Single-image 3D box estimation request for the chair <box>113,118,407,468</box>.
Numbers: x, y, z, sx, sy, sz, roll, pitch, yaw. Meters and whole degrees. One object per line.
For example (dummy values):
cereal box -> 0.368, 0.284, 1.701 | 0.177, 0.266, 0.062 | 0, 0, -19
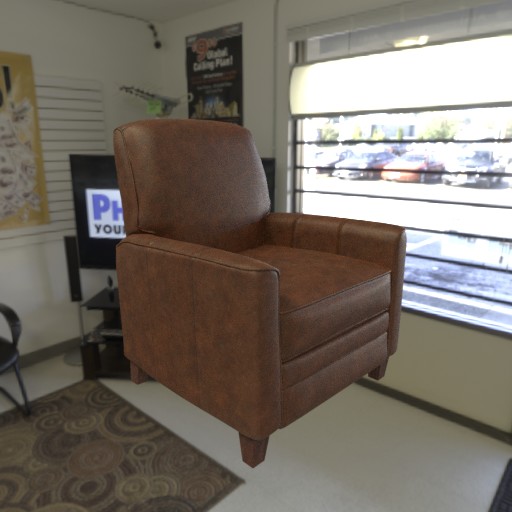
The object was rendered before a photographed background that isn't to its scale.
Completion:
chair -> 0.000, 0.000, 1.663 | 0.839, 1.010, 0.850 | -14, 20, -43
